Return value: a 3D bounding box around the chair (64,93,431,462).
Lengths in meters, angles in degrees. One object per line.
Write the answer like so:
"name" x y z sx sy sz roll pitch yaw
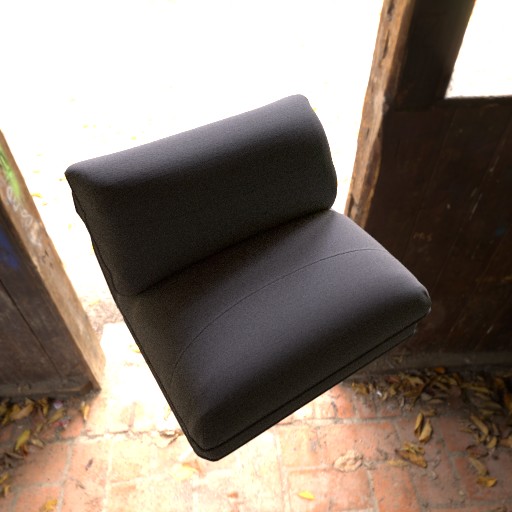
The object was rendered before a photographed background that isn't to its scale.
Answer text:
"chair" 0.000 0.000 1.330 0.820 0.580 0.780 -25 51 -22
